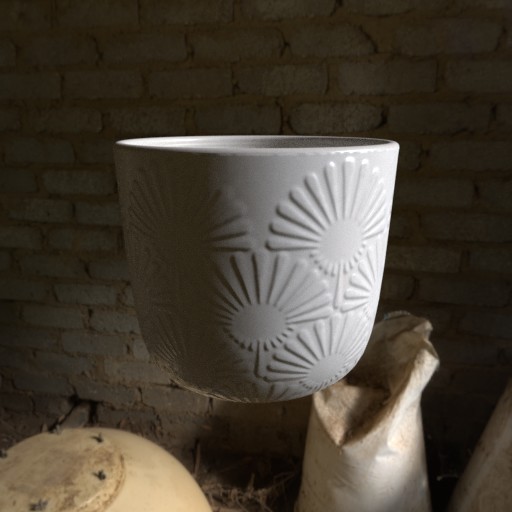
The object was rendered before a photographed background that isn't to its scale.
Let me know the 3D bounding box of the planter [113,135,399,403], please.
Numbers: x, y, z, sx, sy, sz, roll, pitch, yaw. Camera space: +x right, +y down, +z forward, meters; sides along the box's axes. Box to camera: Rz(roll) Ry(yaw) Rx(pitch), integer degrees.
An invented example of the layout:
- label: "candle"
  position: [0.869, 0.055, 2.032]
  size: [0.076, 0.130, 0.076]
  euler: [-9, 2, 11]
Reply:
- label: "planter"
  position: [0.000, 0.000, 0.216]
  size: [0.124, 0.109, 0.124]
  euler: [0, 17, 0]
